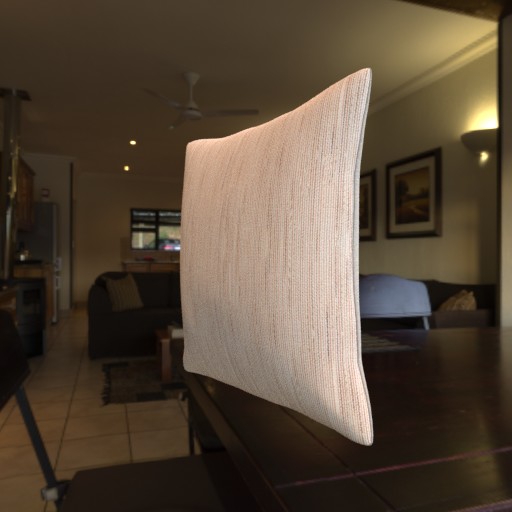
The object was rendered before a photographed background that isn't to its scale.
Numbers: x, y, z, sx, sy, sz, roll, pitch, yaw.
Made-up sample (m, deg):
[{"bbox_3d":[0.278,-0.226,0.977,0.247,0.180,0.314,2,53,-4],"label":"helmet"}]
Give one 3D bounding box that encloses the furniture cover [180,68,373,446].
[{"bbox_3d":[0.000,0.000,0.789,0.178,0.506,0.512,0,0,-37],"label":"furniture cover"}]
